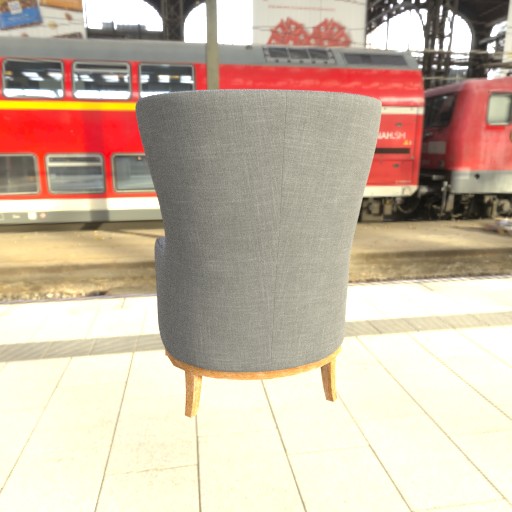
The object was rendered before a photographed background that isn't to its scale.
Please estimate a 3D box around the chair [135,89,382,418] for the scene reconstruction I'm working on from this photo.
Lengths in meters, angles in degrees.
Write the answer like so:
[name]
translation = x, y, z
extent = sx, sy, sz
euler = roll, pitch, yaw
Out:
[chair]
translation = 0.000, 0.000, 1.797
extent = 0.864, 1.176, 0.883
euler = -3, 14, -11
